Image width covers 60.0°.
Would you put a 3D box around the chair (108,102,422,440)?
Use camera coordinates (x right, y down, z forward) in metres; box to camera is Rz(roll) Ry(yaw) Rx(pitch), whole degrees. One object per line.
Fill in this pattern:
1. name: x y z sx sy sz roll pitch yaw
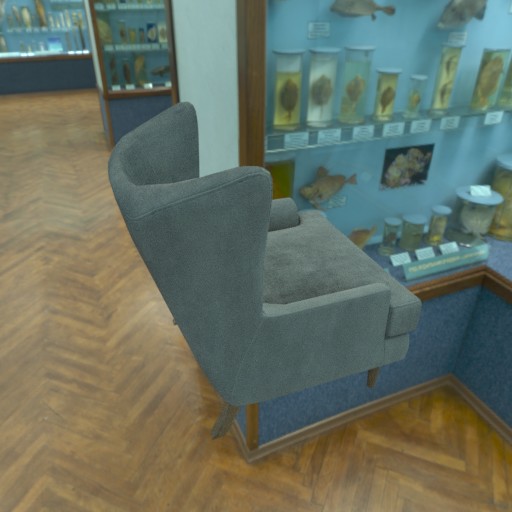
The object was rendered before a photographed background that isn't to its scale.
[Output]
1. chair: 0.000 0.000 1.599 0.906 0.950 0.784 -11 33 -18
